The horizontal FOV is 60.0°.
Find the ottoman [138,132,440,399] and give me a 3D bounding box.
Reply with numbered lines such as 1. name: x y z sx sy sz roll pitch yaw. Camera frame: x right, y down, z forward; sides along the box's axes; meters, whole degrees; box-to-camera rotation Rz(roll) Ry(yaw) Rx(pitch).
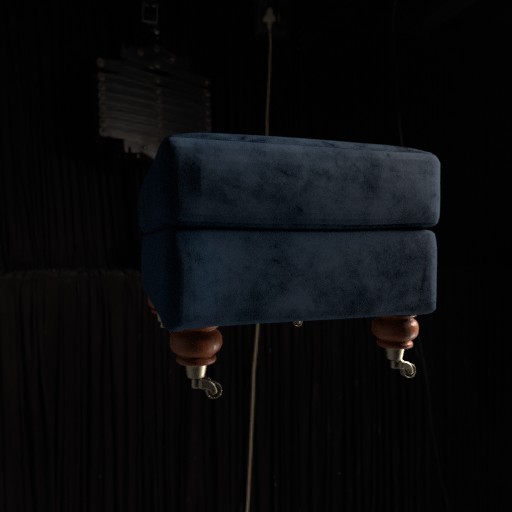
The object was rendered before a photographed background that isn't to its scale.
1. ottoman: 0.000 0.000 1.160 0.572 0.503 0.773 -1 2 -17
